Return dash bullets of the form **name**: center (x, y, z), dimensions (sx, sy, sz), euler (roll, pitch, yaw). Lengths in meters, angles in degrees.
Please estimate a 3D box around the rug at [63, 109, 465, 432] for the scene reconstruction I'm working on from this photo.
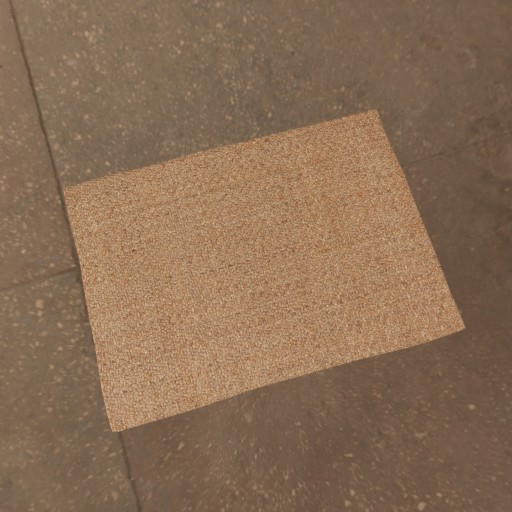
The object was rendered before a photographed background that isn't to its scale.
- **rug**: center (0.000, 0.000, 2.732), dimensions (2.141, 0.013, 1.566), euler (-16, 77, -4)
